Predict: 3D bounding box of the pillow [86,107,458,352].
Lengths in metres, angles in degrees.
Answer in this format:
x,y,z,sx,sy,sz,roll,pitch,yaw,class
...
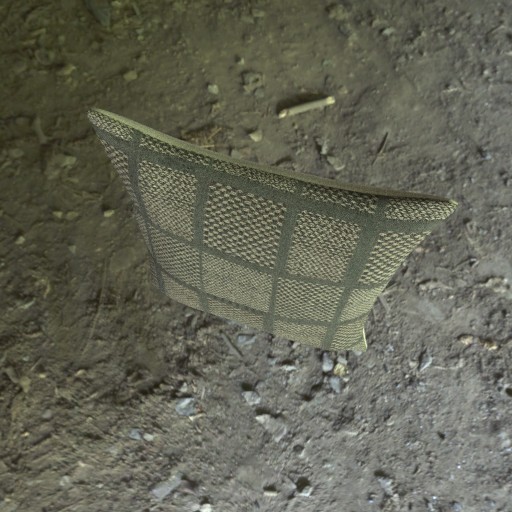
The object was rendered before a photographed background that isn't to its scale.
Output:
x,y,z,sx,sy,sz,roll,pitch,yaw,class
0.000,0.000,0.671,0.435,0.432,0.138,17,60,10,pillow
